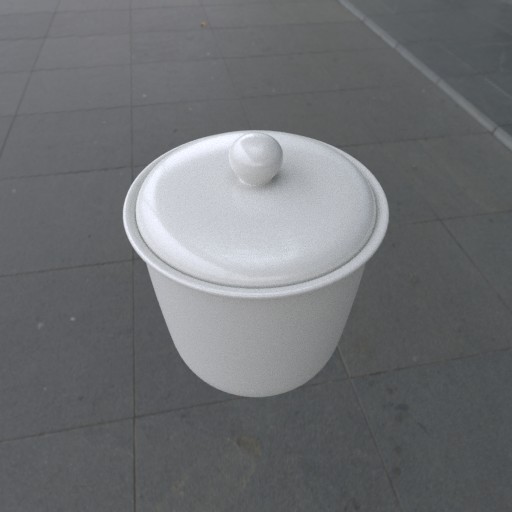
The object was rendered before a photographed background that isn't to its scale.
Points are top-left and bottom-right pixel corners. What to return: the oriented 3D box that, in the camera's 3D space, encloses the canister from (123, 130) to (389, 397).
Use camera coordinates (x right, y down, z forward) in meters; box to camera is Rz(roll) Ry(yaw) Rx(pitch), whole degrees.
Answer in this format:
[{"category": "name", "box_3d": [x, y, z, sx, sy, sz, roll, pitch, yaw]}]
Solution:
[{"category": "canister", "box_3d": [0.000, 0.000, 0.350, 0.182, 0.208, 0.182, 0, 45, 0]}]
